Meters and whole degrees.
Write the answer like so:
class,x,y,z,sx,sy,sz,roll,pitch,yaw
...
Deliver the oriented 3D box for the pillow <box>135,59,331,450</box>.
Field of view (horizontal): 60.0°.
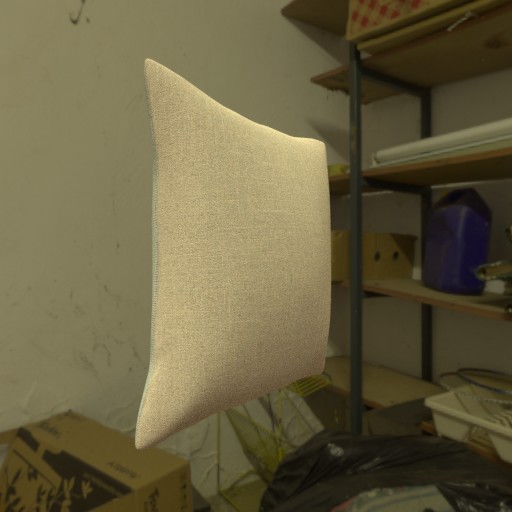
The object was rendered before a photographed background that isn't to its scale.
class,x,y,z,sx,sy,sz,roll,pitch,yaw
pillow,0.000,0.000,0.773,0.178,0.506,0.512,-1,-1,36
